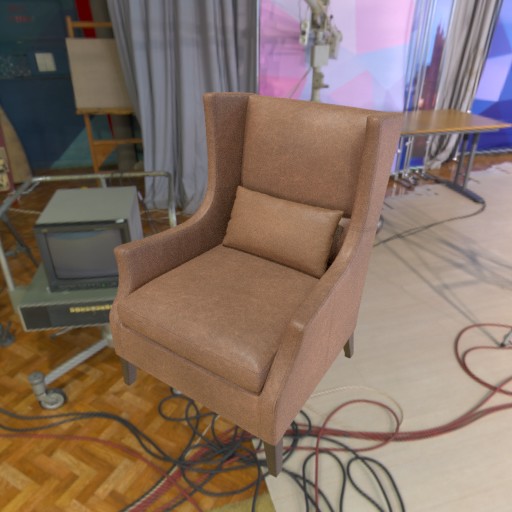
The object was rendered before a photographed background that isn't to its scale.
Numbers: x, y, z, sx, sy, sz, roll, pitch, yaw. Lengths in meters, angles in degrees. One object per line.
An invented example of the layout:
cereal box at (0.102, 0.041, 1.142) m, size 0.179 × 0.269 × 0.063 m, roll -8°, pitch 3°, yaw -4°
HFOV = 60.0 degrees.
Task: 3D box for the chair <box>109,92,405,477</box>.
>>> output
chair at (0.000, 0.000, 1.723) m, size 0.815 × 1.088 × 0.913 m, roll 19°, pitch 36°, yaw 29°
